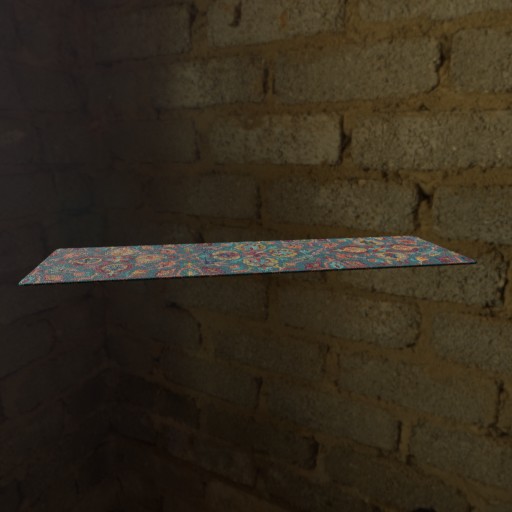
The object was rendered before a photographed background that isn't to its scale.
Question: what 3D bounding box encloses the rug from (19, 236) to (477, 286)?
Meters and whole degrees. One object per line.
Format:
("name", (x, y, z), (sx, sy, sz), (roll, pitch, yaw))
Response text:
("rug", (0.000, 0.000, 2.492), (2.286, 0.013, 0.686), (-2, 15, -9))
